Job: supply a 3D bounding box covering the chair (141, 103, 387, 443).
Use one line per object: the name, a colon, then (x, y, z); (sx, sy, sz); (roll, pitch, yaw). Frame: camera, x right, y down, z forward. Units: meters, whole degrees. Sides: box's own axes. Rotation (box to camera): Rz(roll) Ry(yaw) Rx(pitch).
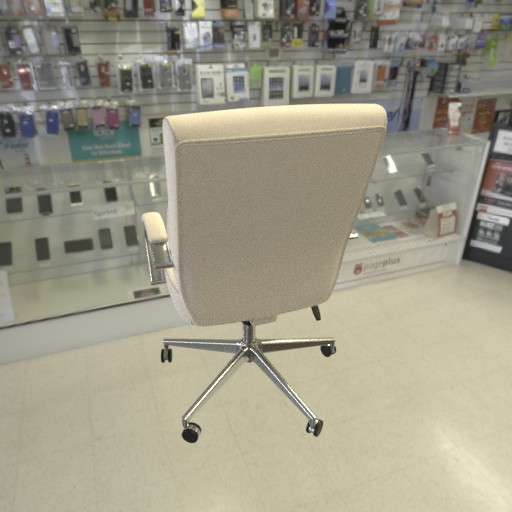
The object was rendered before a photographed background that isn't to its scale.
chair: (0.000, 0.000, 1.560); (0.727, 1.099, 0.745); (-9, 29, -16)
